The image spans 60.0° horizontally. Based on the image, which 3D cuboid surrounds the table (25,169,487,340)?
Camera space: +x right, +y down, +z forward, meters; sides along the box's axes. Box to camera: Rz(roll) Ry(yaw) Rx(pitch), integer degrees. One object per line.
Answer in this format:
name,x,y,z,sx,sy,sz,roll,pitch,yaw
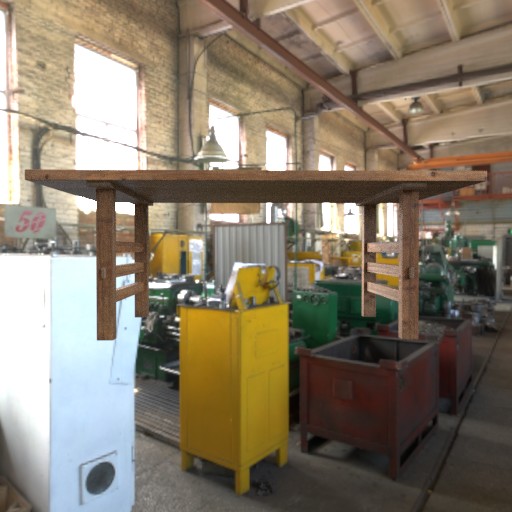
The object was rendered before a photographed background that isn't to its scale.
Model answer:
table,0.000,0.000,2.399,2.003,0.760,0.952,0,1,-1
